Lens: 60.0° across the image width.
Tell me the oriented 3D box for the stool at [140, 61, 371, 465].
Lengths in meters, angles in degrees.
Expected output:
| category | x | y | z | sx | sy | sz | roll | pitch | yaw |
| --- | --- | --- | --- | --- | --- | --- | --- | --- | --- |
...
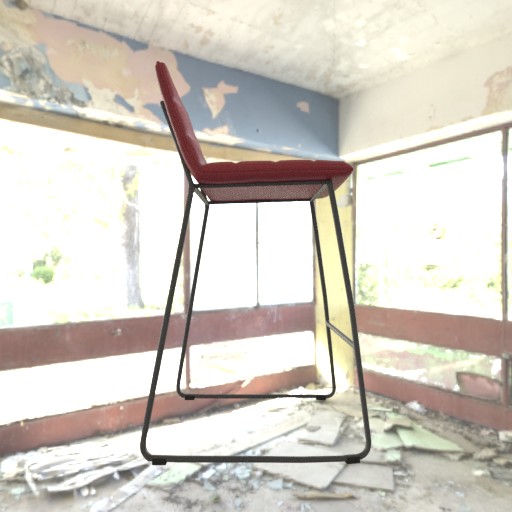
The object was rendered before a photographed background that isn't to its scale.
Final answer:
| category | x | y | z | sx | sy | sz | roll | pitch | yaw |
| --- | --- | --- | --- | --- | --- | --- | --- | --- | --- |
| stool | 0.000 | 0.000 | 1.234 | 0.524 | 0.937 | 0.489 | 0 | -1 | 0 |
